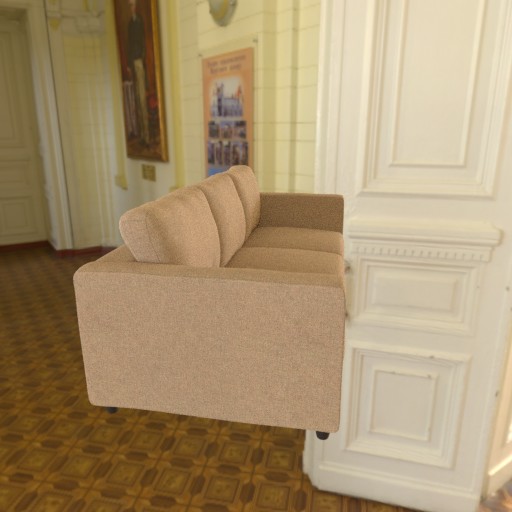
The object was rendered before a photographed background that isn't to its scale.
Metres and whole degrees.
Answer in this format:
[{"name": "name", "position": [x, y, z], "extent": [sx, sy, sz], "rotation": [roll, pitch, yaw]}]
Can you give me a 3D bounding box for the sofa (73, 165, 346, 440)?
[{"name": "sofa", "position": [0.000, 0.000, 2.339], "extent": [0.930, 0.800, 1.855], "rotation": [3, 17, 10]}]
